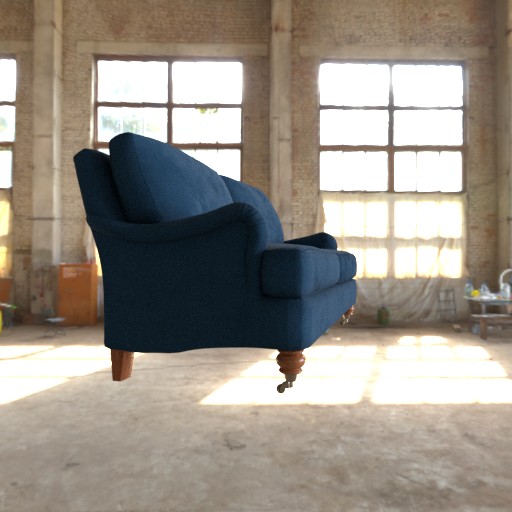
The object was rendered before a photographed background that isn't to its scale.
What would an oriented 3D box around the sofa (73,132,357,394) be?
[{"bbox_3d":[0.000,0.000,2.789,1.084,1.101,2.141,0,-1,18],"label":"sofa"}]
